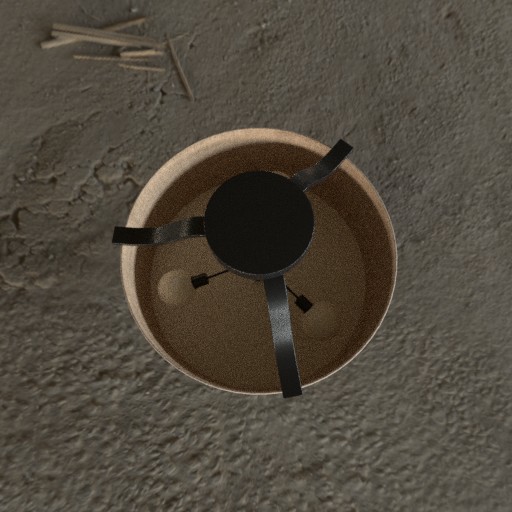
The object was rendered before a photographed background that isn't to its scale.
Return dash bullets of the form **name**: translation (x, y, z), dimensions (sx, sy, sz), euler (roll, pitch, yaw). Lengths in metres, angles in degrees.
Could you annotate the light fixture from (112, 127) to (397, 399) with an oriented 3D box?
- **light fixture**: translation (0.000, 0.000, 0.647), dimensions (0.390, 0.306, 0.390), euler (0, 75, 0)
